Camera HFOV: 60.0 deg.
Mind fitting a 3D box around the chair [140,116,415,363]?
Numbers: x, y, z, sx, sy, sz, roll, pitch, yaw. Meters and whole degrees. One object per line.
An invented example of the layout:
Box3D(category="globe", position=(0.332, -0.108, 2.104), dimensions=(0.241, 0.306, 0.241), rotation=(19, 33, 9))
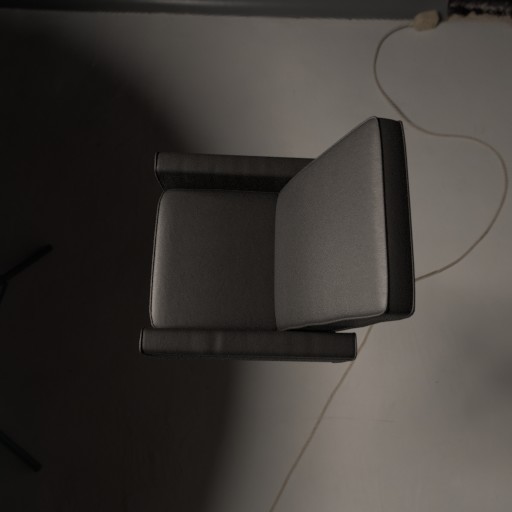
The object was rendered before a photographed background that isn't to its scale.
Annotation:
Box3D(category="chair", position=(0.000, 0.000, 1.542), dimensions=(0.746, 1.013, 0.705), rotation=(1, 76, 0))
